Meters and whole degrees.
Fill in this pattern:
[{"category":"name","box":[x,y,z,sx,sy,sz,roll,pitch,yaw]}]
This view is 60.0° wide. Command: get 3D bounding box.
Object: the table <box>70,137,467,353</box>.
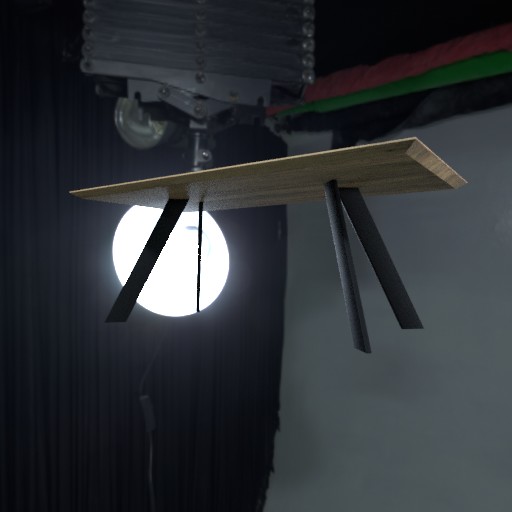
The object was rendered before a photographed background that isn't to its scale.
[{"category":"table","box":[0.000,0.000,2.471,2.000,0.770,1.000,-1,-1,35]}]
